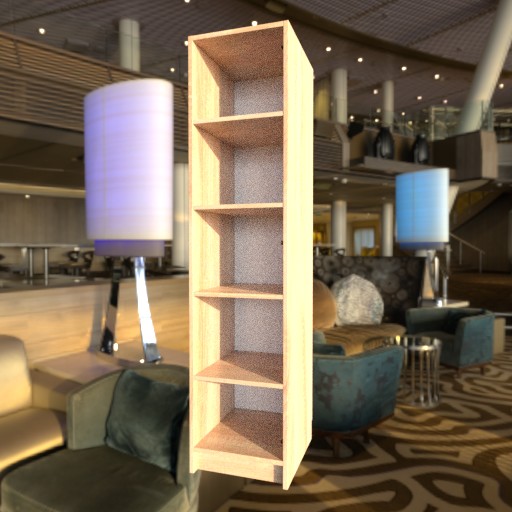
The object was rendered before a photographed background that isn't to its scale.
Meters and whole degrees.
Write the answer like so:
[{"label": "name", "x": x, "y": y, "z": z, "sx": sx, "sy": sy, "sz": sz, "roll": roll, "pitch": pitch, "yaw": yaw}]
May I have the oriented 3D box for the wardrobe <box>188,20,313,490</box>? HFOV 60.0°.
[{"label": "wardrobe", "x": 0.000, "y": 0.000, "z": 2.352, "sx": 0.496, "sy": 2.117, "sz": 0.588, "roll": 0, "pitch": 1, "yaw": 18}]
